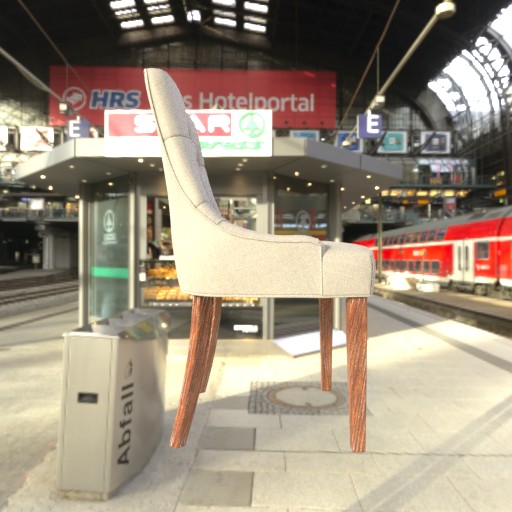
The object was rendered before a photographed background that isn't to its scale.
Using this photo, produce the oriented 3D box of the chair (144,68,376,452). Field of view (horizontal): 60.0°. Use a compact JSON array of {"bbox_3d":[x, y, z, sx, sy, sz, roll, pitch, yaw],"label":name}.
[{"bbox_3d":[0.000,0.000,1.221,0.565,0.874,0.509,0,0,0],"label":"chair"}]
